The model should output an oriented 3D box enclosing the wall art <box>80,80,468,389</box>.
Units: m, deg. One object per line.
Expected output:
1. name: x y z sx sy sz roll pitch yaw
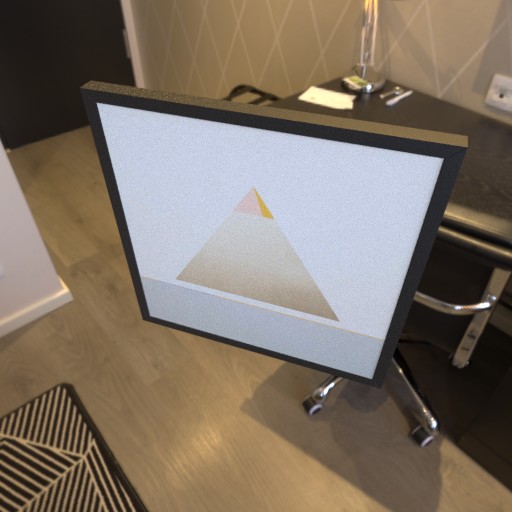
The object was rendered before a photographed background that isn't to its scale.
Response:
1. wall art: 0.000 0.000 1.112 0.769 0.766 0.042 13 44 14
